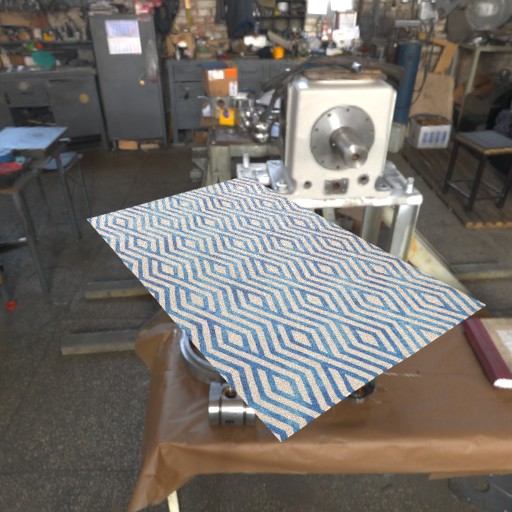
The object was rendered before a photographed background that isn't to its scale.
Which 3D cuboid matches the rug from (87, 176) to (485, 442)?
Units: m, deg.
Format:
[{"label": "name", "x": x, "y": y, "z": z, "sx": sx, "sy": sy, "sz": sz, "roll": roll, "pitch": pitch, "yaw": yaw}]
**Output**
[{"label": "rug", "x": 0.000, "y": 0.000, "z": 3.033, "sx": 1.531, "sy": 0.008, "sz": 2.439, "roll": -21, "pitch": 38, "yaw": -30}]
